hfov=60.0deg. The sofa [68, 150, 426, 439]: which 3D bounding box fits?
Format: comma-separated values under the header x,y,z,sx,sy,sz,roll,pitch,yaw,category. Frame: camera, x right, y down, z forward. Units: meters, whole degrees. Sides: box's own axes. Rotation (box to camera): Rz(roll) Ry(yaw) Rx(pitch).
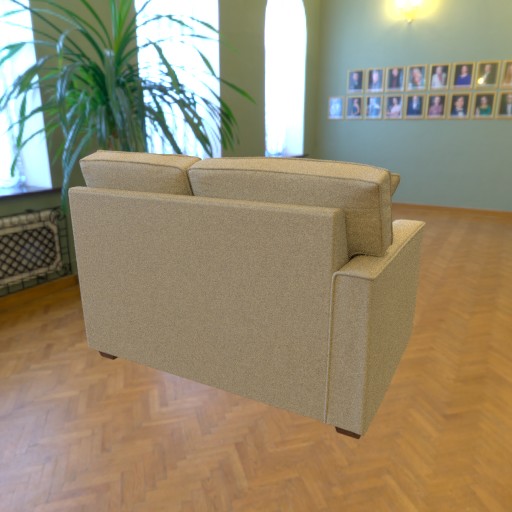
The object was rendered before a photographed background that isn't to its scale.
x,y,z,sx,sy,sz,roll,pitch,yaw,category
0.000,0.000,2.127,1.388,0.989,0.991,8,18,27,sofa
